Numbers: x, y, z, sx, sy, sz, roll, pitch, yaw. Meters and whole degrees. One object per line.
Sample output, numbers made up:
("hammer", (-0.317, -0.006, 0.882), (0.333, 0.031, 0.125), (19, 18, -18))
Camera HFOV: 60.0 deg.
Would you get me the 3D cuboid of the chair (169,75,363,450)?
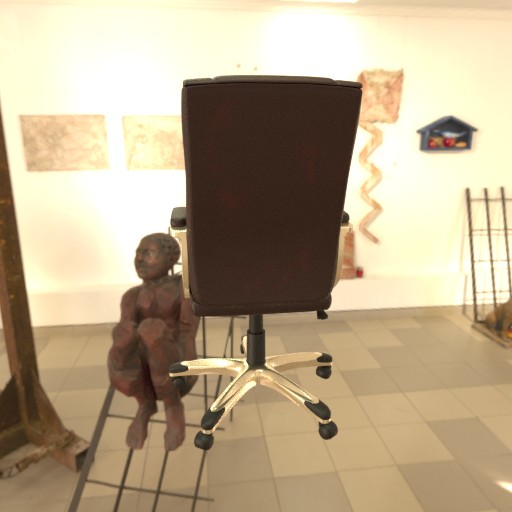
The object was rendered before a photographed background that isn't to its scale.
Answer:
("chair", (0.000, 0.000, 1.562), (0.662, 1.107, 0.739), (-2, 15, -7))
